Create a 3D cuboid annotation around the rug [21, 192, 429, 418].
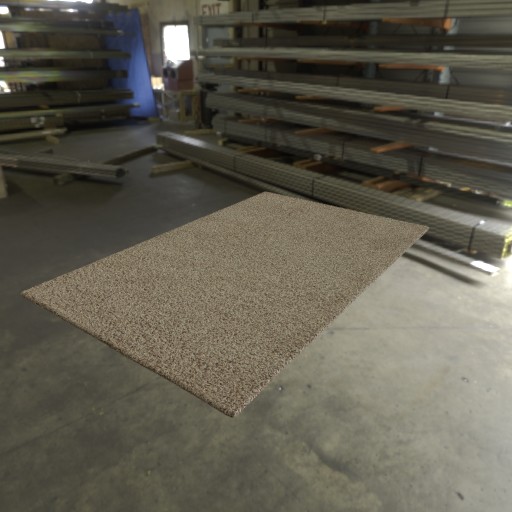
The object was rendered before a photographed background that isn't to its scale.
[{"bbox_3d":[0.000,0.000,3.383,1.778,0.030,2.743,18,30,32],"label":"rug"}]
